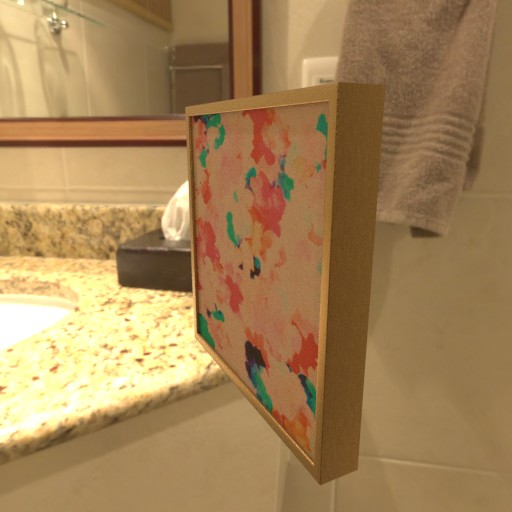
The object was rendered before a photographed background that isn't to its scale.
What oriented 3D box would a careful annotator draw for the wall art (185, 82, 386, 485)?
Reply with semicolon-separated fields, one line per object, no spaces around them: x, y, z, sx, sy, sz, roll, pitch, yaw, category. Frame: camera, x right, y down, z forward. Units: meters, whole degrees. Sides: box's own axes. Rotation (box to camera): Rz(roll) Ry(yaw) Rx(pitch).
0.000;0.000;0.456;0.038;0.305;0.304;-8;17;-26;wall art
